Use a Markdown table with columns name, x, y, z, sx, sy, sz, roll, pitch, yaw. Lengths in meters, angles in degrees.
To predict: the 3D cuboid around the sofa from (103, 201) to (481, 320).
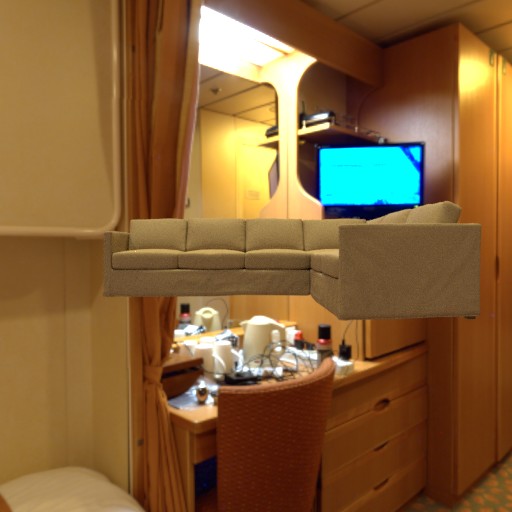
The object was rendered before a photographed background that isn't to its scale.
| name | x | y | z | sx | sy | sz | roll | pitch | yaw |
| --- | --- | --- | --- | --- | --- | --- | --- | --- | --- |
| sofa | 0.000 | 0.000 | 4.330 | 3.182 | 0.871 | 2.432 | 0 | 1 | -1 |
